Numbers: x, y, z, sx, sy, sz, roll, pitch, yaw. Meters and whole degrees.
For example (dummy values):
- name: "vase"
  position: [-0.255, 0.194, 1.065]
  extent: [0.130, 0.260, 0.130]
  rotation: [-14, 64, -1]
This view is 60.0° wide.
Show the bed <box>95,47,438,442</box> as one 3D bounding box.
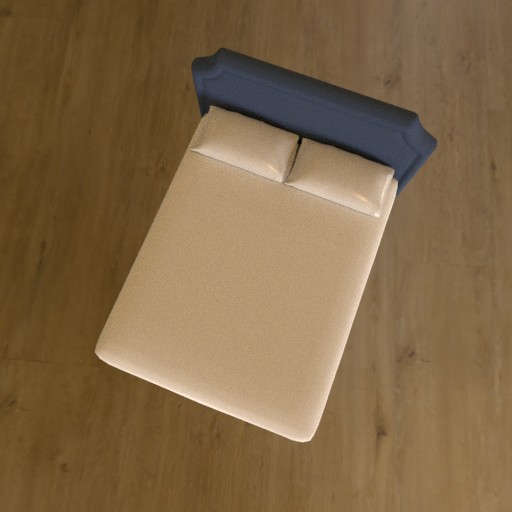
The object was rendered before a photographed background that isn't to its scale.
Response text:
- name: "bed"
  position: [0.000, 0.000, 3.279]
  extent: [1.831, 1.297, 2.260]
  rotation: [21, 77, 5]
